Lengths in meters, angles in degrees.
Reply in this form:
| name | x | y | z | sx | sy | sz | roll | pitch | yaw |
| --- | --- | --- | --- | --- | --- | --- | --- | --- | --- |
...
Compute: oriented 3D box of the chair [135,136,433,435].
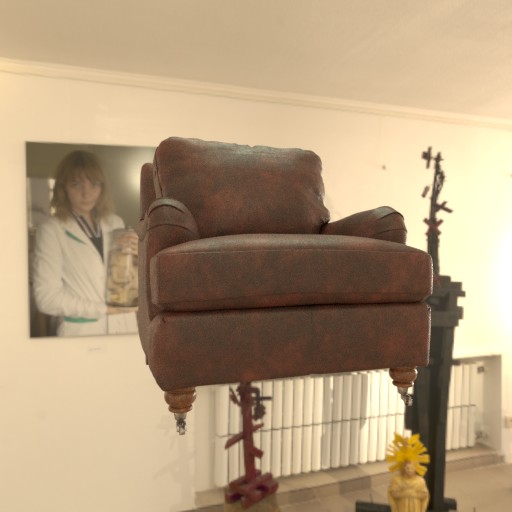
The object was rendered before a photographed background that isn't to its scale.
| name | x | y | z | sx | sy | sz | roll | pitch | yaw |
| --- | --- | --- | --- | --- | --- | --- | --- | --- | --- |
| chair | 0.000 | 0.000 | 1.914 | 0.987 | 1.051 | 1.156 | 0 | 0 | -18 |
